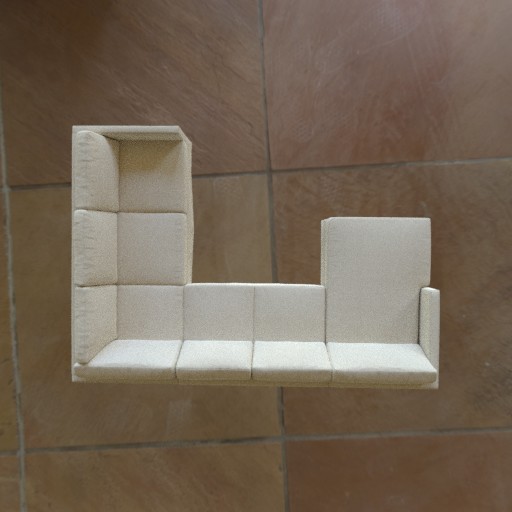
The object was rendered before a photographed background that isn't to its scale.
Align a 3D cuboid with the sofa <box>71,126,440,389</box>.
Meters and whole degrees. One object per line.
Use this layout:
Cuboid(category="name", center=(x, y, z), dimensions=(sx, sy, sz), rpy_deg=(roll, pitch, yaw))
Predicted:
Cuboid(category="sofa", center=(0.000, 0.000, 4.361), dimensions=(3.464, 0.882, 2.448), rpy_deg=(0, 91, 2))
